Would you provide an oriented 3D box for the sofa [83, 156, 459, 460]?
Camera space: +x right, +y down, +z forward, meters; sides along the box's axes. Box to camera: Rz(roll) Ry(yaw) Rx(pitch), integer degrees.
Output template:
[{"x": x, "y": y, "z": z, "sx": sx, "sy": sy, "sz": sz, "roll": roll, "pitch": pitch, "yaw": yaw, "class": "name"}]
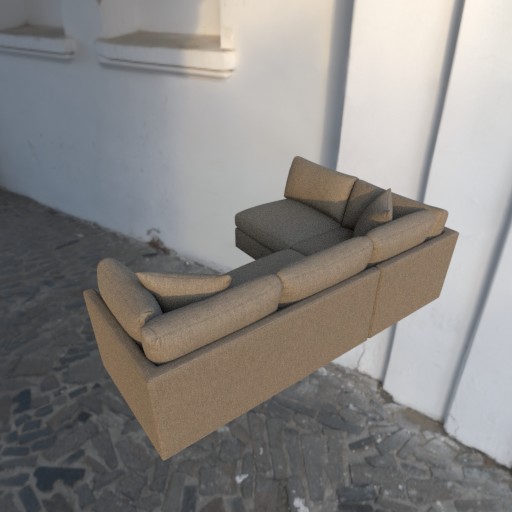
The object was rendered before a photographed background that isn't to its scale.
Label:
[{"x": 0.000, "y": 0.000, "z": 3.845, "sx": 2.896, "sy": 0.978, "sz": 1.994, "roll": -21, "pitch": 36, "yaw": -31, "class": "sofa"}]
